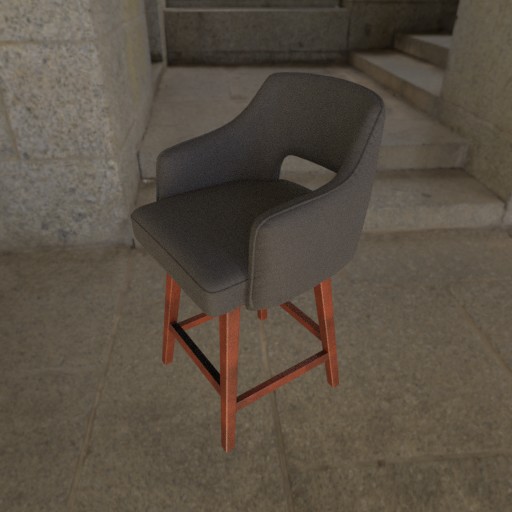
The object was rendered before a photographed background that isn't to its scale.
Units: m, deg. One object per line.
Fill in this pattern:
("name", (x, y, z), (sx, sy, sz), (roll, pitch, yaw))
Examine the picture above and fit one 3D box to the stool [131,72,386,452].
("stool", (0.000, 0.000, 1.276), (0.558, 0.912, 0.548), (-20, 38, -29))
